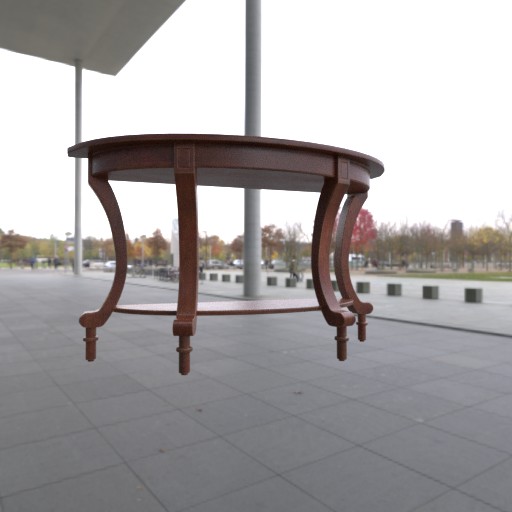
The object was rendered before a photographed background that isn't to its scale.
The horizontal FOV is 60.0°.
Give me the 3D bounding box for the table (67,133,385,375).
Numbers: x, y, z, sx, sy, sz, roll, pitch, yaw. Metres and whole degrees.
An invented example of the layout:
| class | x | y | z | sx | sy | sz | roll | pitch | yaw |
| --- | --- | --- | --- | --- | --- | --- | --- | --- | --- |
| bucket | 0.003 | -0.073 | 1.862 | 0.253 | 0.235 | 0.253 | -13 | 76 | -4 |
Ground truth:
| class | x | y | z | sx | sy | sz | roll | pitch | yaw |
| --- | --- | --- | --- | --- | --- | --- | --- | --- | --- |
| table | 0.000 | 0.000 | 1.500 | 1.198 | 0.699 | 0.394 | 0 | -1 | -20 |
